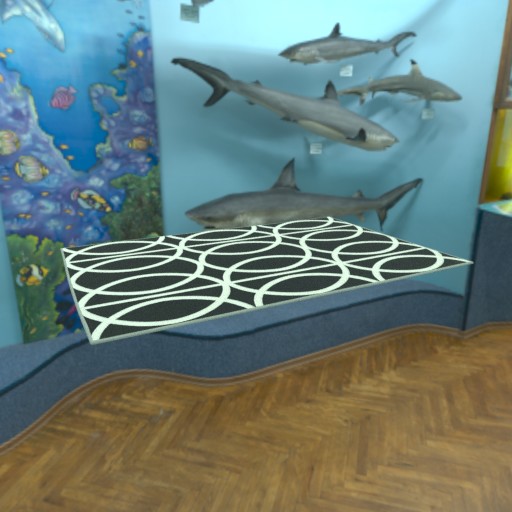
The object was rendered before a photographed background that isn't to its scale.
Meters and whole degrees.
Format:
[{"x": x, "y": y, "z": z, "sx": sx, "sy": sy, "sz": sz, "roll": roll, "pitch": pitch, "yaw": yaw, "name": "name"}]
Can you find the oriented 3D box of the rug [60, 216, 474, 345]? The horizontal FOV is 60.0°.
[{"x": 0.000, "y": 0.000, "z": 2.912, "sx": 2.290, "sy": 0.014, "sz": 1.526, "roll": -9, "pitch": 19, "yaw": -26, "name": "rug"}]
